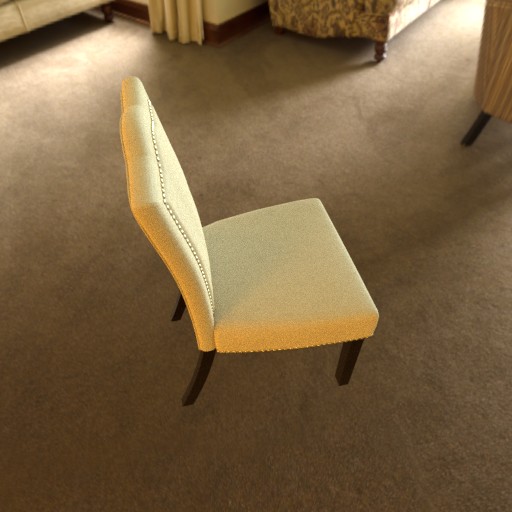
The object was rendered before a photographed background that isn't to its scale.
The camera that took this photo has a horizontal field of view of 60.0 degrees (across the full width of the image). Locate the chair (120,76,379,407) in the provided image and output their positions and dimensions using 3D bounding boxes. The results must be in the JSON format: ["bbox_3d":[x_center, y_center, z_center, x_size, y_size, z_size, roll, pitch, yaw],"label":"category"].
[{"bbox_3d":[0.000,0.000,1.288,0.589,0.946,0.518,-10,48,-9],"label":"chair"}]
